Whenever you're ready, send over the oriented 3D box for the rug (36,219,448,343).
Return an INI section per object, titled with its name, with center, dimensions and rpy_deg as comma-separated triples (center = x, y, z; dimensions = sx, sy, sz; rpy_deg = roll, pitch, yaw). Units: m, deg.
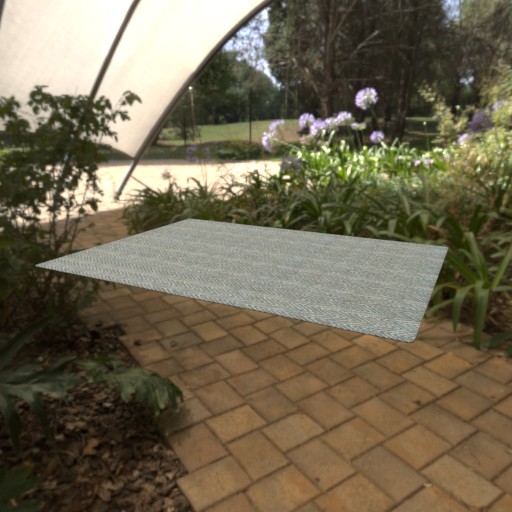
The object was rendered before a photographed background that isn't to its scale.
[rug]
center = 0.000, 0.000, 5.197
dimensions = 3.957, 0.011, 2.894
rpy_deg = 8, 18, 26
